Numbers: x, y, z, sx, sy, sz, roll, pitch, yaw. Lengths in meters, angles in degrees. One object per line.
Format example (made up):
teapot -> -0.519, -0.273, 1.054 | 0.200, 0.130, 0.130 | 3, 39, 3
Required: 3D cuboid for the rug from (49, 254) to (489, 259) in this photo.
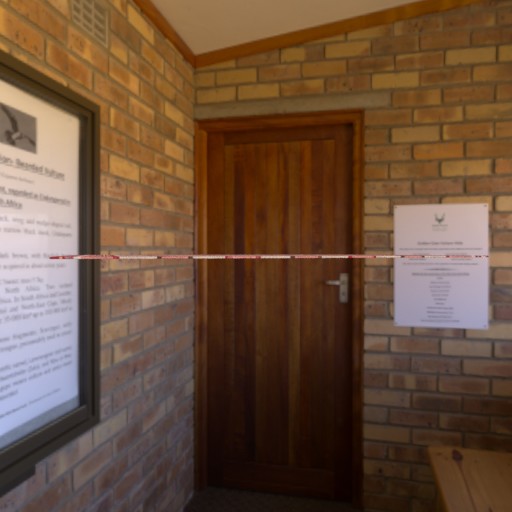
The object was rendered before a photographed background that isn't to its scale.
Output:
rug -> 0.000, 0.000, 2.292 | 1.817, 0.008, 1.223 | 0, 0, -19
